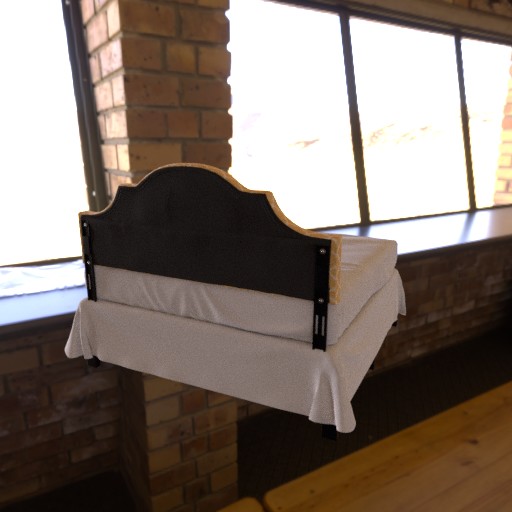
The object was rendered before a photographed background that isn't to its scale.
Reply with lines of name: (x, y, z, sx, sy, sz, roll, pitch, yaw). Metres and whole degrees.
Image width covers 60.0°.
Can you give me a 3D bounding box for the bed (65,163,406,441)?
bed: (0.000, 0.000, 3.741, 2.314, 1.601, 2.222, 7, 16, 26)
